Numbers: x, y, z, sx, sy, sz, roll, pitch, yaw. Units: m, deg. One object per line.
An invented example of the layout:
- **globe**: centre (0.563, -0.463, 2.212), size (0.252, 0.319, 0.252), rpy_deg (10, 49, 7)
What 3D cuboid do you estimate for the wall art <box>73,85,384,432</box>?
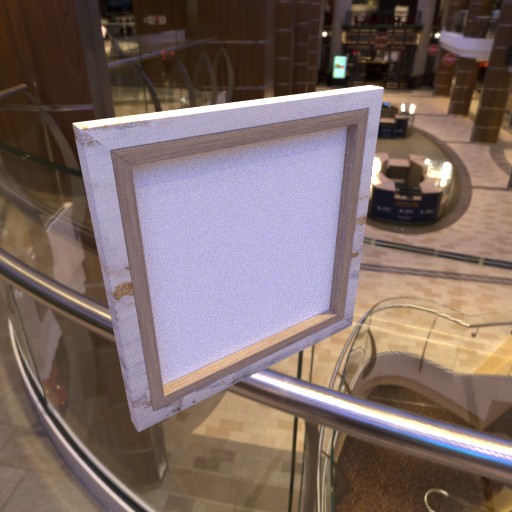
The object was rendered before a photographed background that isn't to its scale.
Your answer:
- **wall art**: centre (0.000, 0.000, 0.919), size (0.611, 0.613, 0.040), rpy_deg (-19, 34, -30)
